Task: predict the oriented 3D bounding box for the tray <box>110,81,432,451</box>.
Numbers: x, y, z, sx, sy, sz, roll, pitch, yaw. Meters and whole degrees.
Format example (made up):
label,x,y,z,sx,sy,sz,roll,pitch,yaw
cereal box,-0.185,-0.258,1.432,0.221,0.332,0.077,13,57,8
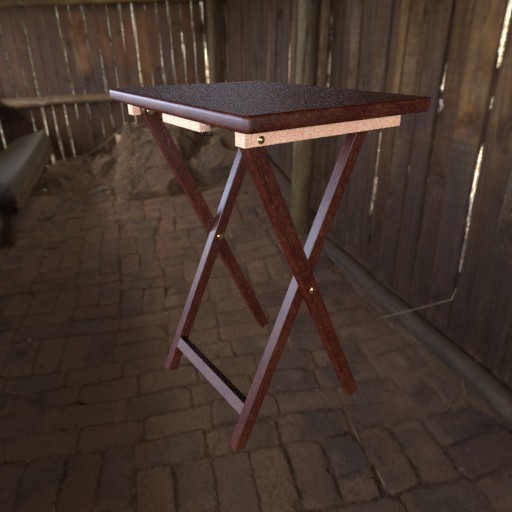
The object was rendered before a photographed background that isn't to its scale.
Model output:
label,x,y,z,sx,sy,sz,roll,pitch,yaw
tray,0.000,0.000,0.949,0.381,0.660,0.483,-17,30,-32
